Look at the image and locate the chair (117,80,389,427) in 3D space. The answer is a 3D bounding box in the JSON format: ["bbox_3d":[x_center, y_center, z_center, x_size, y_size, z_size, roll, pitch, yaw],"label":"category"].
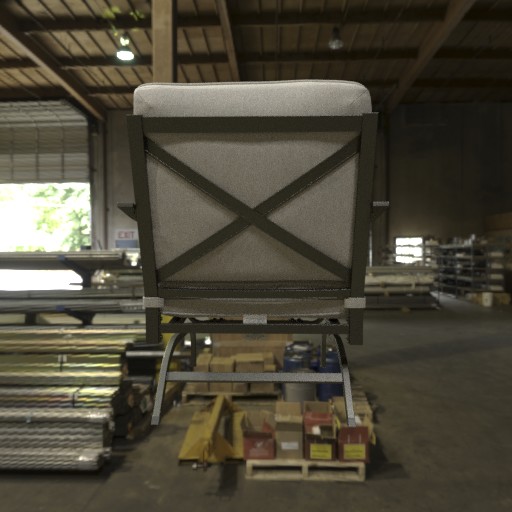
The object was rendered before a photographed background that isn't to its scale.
[{"bbox_3d":[0.000,0.000,1.396,0.650,0.860,0.787,0,1,2],"label":"chair"}]
